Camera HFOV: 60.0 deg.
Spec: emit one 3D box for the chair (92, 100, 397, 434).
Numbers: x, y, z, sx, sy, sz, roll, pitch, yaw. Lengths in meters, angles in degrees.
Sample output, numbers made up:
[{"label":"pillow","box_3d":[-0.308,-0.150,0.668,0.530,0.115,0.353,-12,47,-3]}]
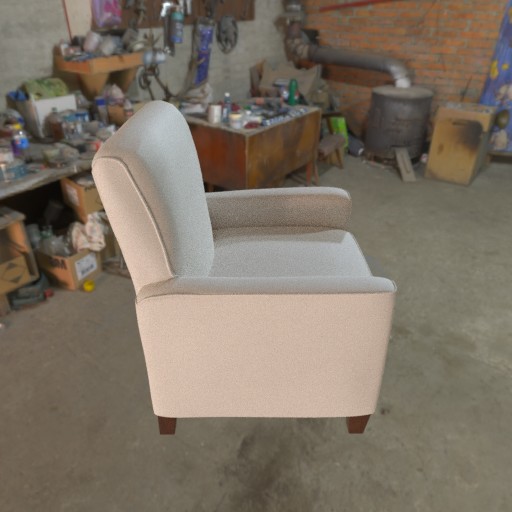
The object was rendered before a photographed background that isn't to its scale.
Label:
[{"label":"chair","box_3d":[0.000,0.000,1.635,0.858,1.028,0.841,0,30,0]}]
